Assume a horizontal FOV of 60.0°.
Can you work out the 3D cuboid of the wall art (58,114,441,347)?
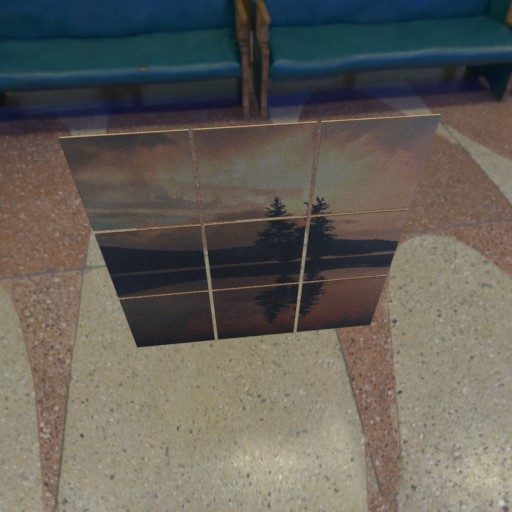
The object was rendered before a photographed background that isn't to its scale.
[{"bbox_3d":[0.000,0.000,2.315,1.520,1.525,0.013,-5,48,-4],"label":"wall art"}]
